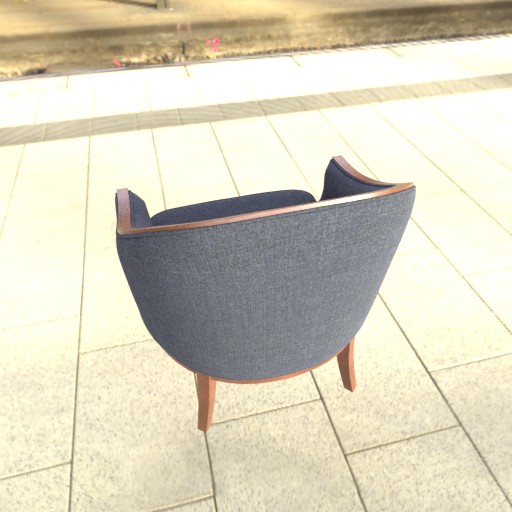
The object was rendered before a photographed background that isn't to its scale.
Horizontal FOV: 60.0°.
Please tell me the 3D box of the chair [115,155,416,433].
[{"bbox_3d":[0.000,0.000,1.412,0.803,0.876,0.735,-11,43,-12],"label":"chair"}]
